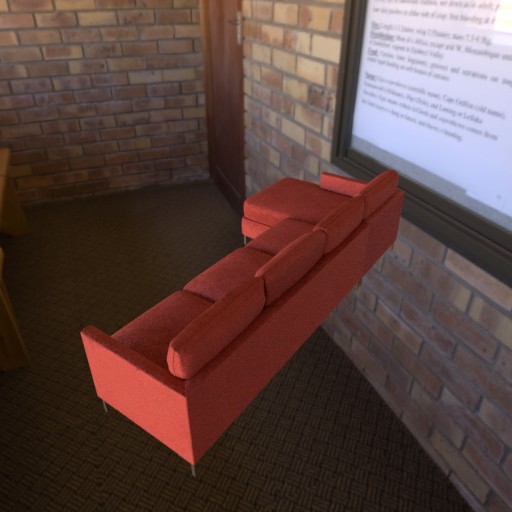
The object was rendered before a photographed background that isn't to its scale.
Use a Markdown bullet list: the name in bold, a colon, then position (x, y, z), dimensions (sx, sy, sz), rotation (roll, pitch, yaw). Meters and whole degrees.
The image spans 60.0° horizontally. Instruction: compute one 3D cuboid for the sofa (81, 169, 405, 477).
- **sofa**: position (0.000, 0.000, 4.001), dimensions (1.500, 0.967, 3.400), rotation (21, 37, 30)
